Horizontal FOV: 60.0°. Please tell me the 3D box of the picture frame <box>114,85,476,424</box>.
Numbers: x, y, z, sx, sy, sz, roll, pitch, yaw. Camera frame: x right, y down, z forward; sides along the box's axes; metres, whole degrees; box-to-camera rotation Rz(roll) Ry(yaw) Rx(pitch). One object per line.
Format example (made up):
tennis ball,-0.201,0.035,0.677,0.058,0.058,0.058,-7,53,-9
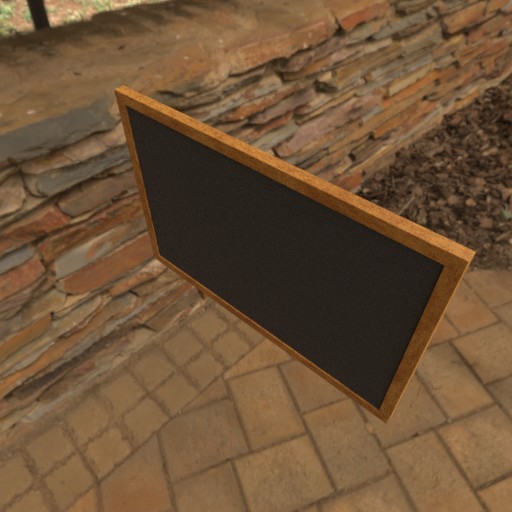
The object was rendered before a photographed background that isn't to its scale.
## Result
picture frame,0.000,0.000,1.149,0.922,0.621,0.029,32,54,27
